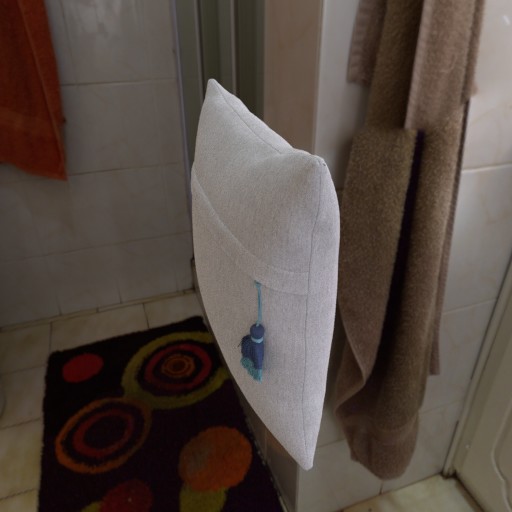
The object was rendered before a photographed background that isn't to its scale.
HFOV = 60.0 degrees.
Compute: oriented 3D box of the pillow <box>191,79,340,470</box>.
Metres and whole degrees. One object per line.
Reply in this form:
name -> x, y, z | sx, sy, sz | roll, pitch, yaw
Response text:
pillow -> 0.000, 0.000, 0.664 | 0.173, 0.436, 0.433 | -9, 32, -15
